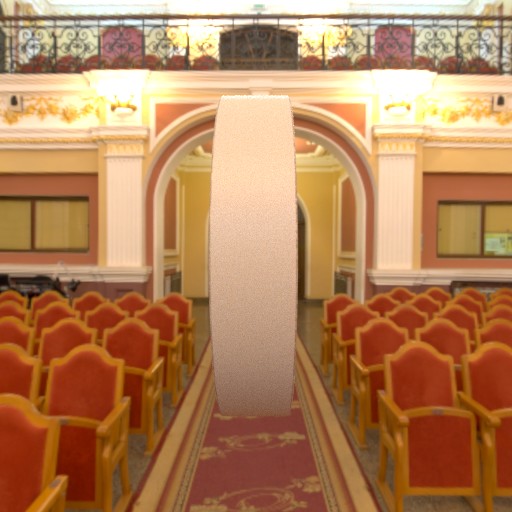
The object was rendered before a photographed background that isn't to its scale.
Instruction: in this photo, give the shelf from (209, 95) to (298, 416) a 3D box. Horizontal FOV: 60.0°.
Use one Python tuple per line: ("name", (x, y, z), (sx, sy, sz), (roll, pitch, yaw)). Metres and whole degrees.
("shelf", (0.000, 0.000, 1.185), (0.158, 0.807, 0.806), (0, 1, 1))
